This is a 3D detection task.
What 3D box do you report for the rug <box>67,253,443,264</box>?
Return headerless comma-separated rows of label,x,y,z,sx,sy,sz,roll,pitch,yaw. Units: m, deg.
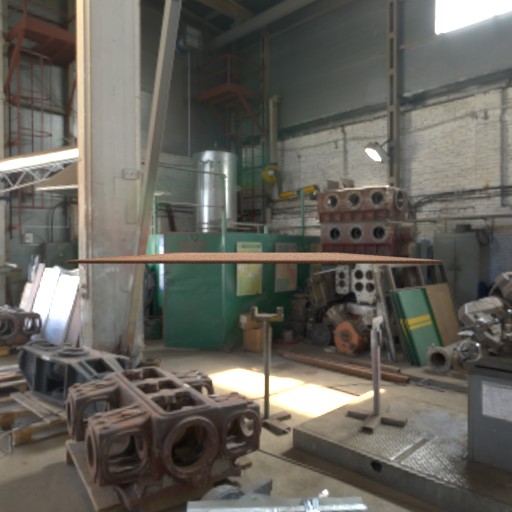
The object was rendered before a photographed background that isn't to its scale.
rug,0.000,0.000,3.009,1.524,0.014,2.438,0,1,0
